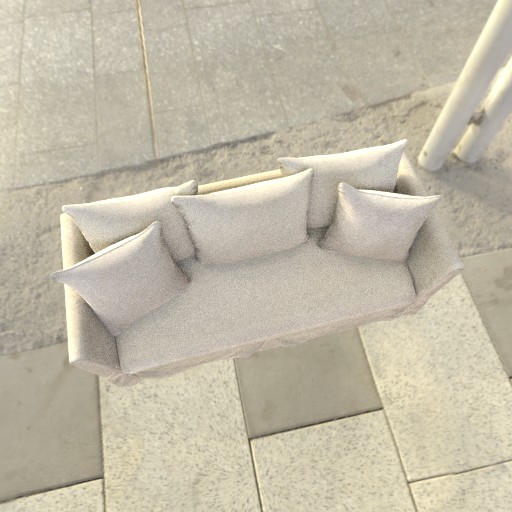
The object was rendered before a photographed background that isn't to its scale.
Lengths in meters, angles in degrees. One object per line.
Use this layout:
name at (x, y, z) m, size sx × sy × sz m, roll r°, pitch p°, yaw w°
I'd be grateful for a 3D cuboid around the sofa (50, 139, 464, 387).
sofa at (0.000, 0.000, 2.872) m, size 2.290 × 1.034 × 1.031 m, roll -13°, pitch 64°, yaw -6°
